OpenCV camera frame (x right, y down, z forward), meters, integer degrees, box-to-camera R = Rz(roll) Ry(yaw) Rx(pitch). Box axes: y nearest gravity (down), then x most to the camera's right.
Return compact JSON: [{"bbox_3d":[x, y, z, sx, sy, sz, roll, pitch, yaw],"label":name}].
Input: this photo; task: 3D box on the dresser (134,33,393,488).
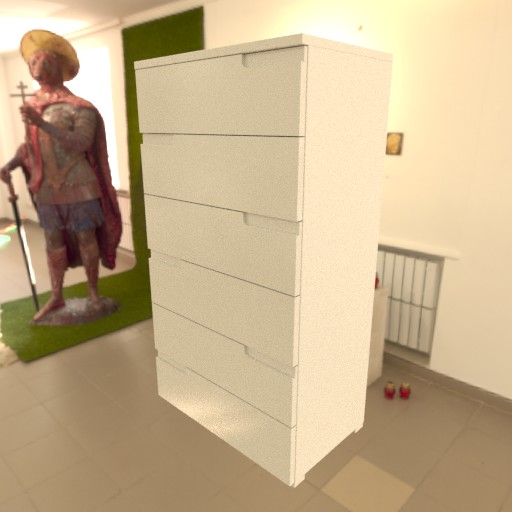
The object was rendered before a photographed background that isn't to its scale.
[{"bbox_3d":[0.000,0.000,1.447,0.650,1.190,0.400,15,22,41],"label":"dresser"}]
